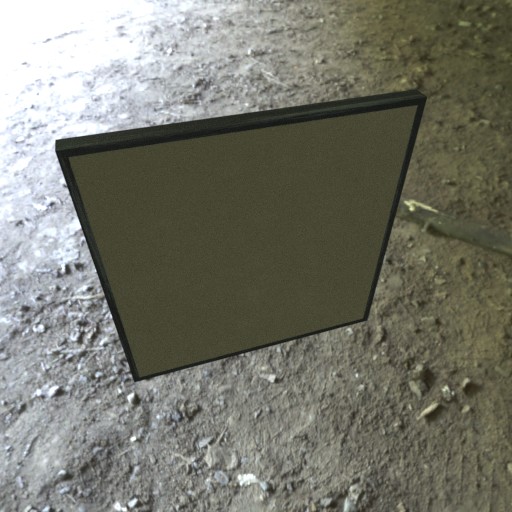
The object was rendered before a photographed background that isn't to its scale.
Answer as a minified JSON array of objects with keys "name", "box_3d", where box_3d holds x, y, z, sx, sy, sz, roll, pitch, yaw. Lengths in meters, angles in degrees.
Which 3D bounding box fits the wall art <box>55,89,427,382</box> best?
[{"name":"wall art","box_3d":[0.000,0.000,1.143,0.762,0.758,0.043,-12,44,-13]}]
